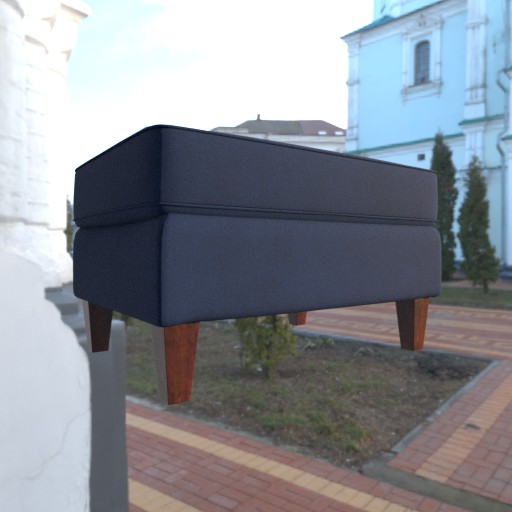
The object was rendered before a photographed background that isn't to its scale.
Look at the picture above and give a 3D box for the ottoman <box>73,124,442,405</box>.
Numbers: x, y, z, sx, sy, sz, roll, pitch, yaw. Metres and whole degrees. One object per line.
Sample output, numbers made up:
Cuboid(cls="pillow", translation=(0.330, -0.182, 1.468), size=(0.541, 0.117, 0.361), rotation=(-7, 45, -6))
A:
Cuboid(cls="ottoman", translation=(0.000, 0.000, 1.377), size=(0.965, 0.584, 0.686), rotation=(-1, 1, -35))
